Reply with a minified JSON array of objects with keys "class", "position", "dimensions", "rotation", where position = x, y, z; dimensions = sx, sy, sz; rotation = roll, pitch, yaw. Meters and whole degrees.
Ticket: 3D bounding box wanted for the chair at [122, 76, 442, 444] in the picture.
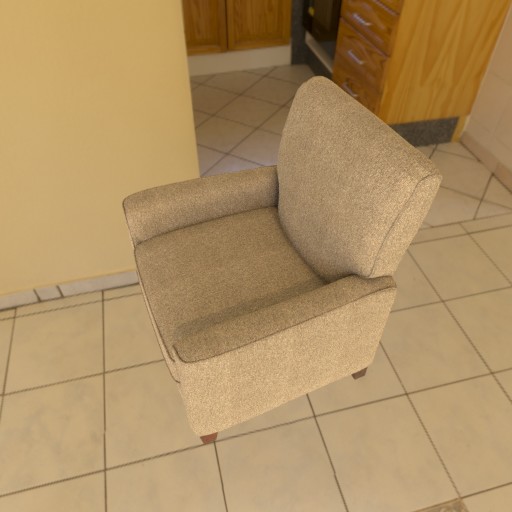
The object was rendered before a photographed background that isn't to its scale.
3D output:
[{"class":"chair","position":[0.000,0.000,1.652],"dimensions":[0.858,1.028,0.841],"rotation":[-18,48,-16]}]
